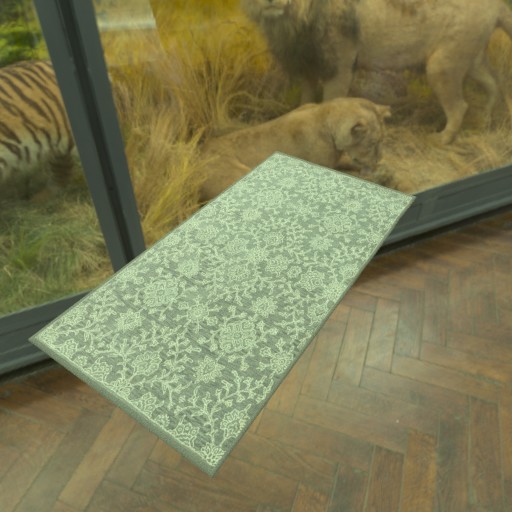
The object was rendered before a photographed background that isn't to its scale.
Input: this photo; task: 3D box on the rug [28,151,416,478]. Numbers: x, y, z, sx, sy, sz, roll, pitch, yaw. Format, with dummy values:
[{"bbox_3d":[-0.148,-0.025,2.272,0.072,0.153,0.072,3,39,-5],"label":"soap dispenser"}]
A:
[{"bbox_3d":[0.000,0.000,3.521,1.546,0.011,3.048,25,47,25],"label":"rug"}]
